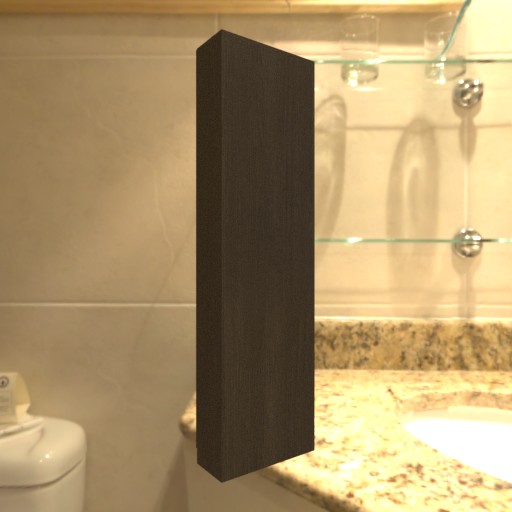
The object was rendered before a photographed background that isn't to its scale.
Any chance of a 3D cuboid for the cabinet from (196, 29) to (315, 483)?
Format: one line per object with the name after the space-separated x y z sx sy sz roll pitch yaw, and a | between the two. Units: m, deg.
0.000 0.000 1.987 0.500 1.790 0.230 0 0 -36 | cabinet
